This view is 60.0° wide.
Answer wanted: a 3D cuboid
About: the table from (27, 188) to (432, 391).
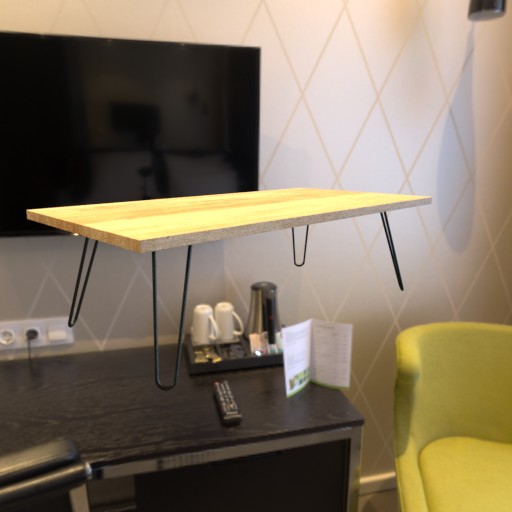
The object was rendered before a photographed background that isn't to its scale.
[{"bbox_3d":[0.000,0.000,1.660,1.348,0.400,0.699,-12,18,-43],"label":"table"}]
